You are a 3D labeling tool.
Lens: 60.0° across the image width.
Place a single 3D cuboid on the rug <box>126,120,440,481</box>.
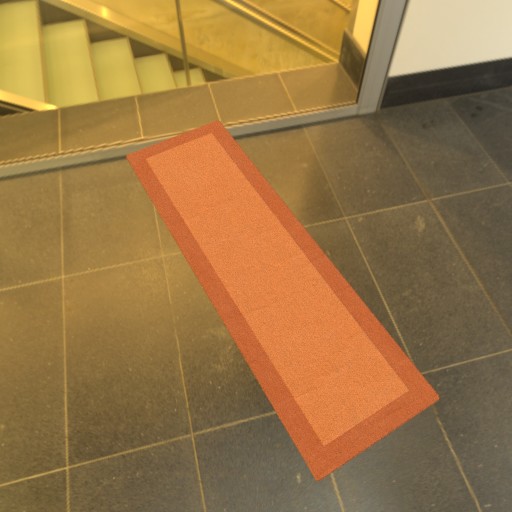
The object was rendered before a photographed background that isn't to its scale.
[{"bbox_3d":[0.000,0.000,2.710,0.914,0.013,2.471,-30,62,-18],"label":"rug"}]
